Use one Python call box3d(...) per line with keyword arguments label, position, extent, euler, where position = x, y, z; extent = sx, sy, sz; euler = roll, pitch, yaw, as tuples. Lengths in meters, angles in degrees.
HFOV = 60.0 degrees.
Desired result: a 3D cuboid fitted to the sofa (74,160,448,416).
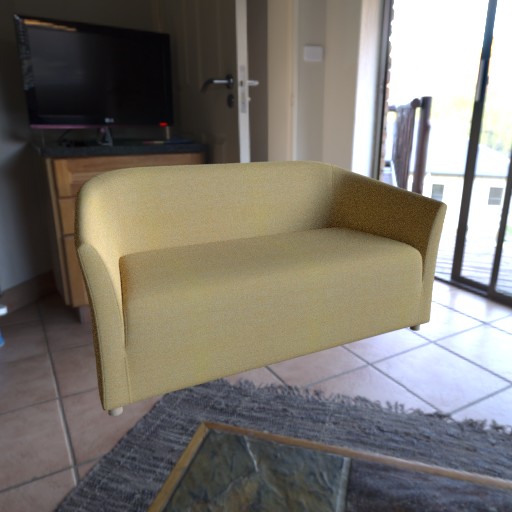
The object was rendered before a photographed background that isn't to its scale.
box3d(label="sofa", position=(0.000, 0.000, 1.876), extent=(1.452, 0.721, 0.705), euler=(-8, 19, -26))
